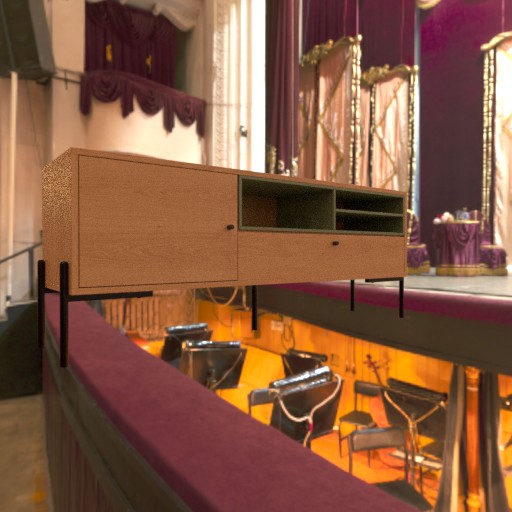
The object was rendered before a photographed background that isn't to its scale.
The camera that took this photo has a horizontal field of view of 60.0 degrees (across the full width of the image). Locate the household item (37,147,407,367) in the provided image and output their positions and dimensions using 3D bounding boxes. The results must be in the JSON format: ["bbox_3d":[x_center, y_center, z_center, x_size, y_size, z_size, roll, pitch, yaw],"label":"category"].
[{"bbox_3d":[0.000,0.000,1.791,1.550,0.600,0.400,0,1,-36],"label":"household item"}]
